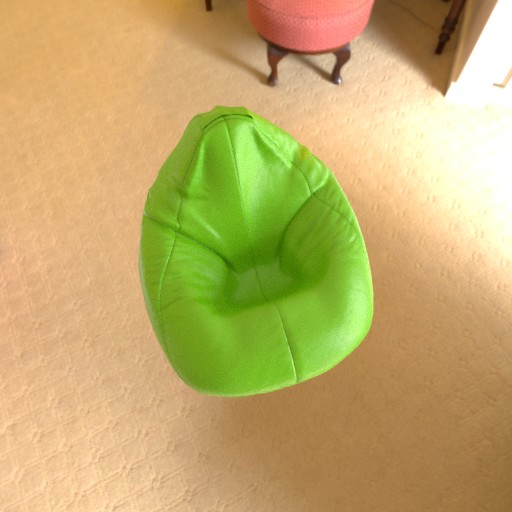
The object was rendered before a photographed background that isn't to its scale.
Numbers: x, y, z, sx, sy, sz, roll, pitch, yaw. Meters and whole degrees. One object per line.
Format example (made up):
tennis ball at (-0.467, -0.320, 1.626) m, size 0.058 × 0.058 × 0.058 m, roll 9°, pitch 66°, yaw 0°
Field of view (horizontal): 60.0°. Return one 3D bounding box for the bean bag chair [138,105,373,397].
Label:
bean bag chair at (0.000, 0.000, 1.957) m, size 1.070 × 0.990 × 1.070 m, roll -17°, pitch 64°, yaw -9°
